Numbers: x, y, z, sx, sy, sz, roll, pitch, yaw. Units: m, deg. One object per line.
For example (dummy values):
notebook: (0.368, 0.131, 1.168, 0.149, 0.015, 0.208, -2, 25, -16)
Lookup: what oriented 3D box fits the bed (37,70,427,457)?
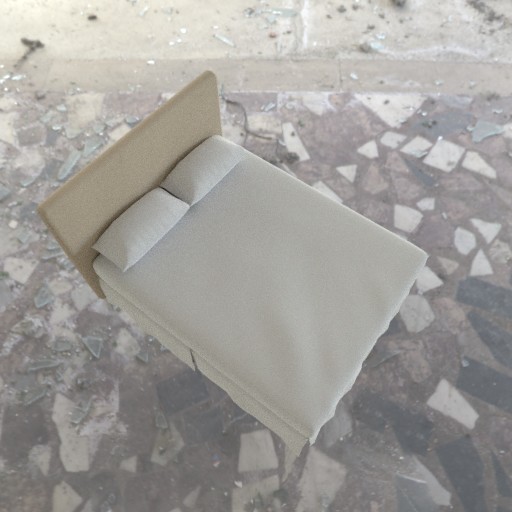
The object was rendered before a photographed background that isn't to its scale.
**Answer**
bed: (0.000, 0.000, 3.272, 2.142, 1.330, 1.723, 33, 65, 18)
